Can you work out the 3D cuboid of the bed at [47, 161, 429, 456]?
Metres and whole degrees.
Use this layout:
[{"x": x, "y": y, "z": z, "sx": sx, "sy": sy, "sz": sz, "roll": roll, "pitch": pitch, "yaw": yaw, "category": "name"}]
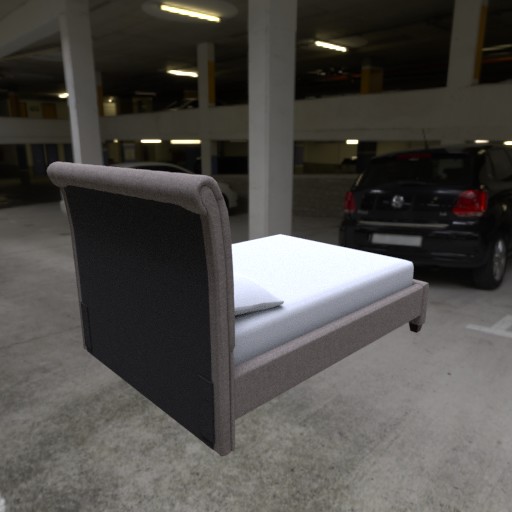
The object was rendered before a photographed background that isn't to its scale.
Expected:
[{"x": 0.000, "y": 0.000, "z": 3.254, "sx": 2.252, "sy": 1.371, "sz": 1.645, "roll": -14, "pitch": 20, "yaw": -42, "category": "bed"}]
